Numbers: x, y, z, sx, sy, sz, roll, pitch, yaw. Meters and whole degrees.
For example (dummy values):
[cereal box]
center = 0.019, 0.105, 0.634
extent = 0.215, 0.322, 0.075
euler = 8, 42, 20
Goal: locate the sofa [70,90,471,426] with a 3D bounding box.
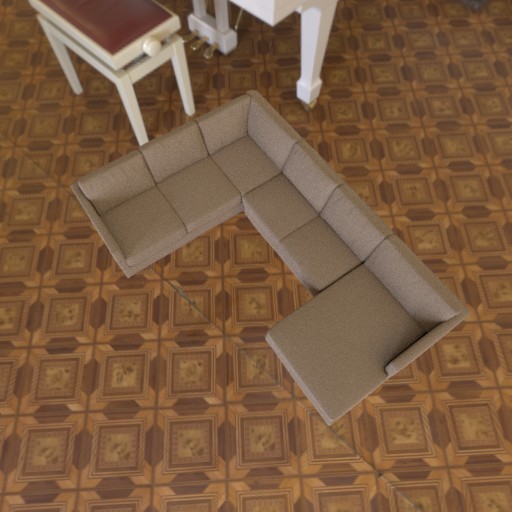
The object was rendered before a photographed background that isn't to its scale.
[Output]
[sofa]
center = 0.000, 0.000, 4.576
extent = 2.424, 0.865, 3.438
euler = -32, 68, -15
